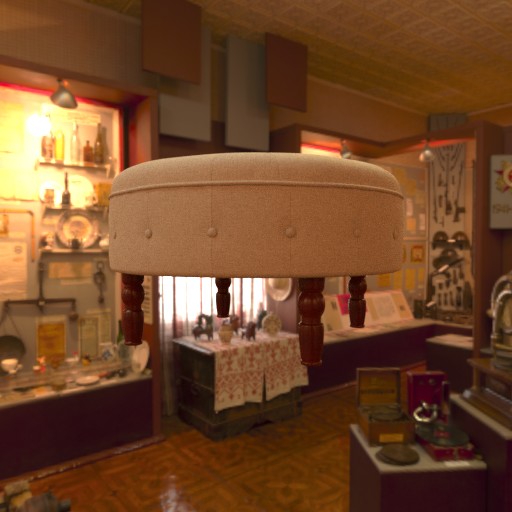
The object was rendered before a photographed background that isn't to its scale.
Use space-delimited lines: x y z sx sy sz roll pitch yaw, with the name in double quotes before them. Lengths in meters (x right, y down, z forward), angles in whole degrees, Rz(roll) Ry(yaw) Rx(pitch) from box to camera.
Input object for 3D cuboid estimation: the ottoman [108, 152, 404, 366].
"ottoman" 0.000 0.000 1.344 0.849 0.478 0.849 0 1 0
